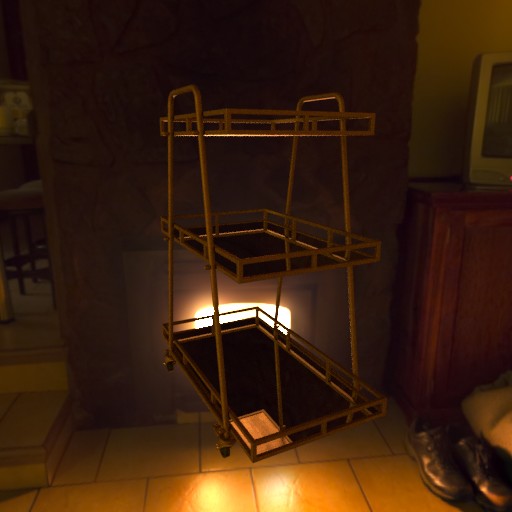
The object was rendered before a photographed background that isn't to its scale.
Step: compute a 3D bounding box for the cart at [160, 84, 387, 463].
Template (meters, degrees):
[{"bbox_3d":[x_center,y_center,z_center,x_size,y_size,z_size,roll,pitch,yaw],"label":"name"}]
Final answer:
[{"bbox_3d":[0.000,0.000,1.262,0.441,0.883,0.711,-8,17,-26],"label":"cart"}]
